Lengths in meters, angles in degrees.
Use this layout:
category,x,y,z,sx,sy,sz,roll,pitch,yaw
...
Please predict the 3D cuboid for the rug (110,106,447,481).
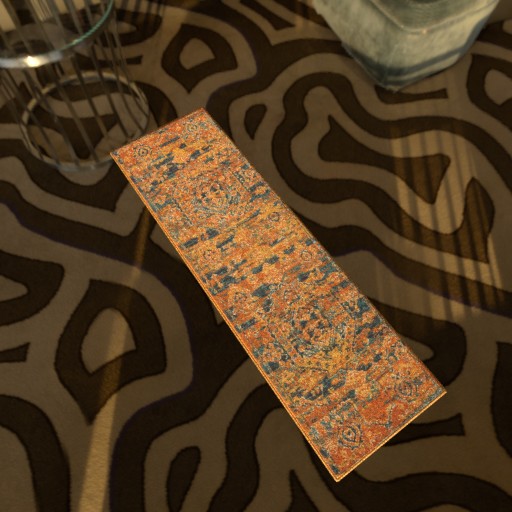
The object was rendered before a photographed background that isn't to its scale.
category,x,y,z,sx,sy,sz,roll,pitch,yaw
rug,0.000,0.000,1.991,0.556,0.013,1.820,-32,68,-15
